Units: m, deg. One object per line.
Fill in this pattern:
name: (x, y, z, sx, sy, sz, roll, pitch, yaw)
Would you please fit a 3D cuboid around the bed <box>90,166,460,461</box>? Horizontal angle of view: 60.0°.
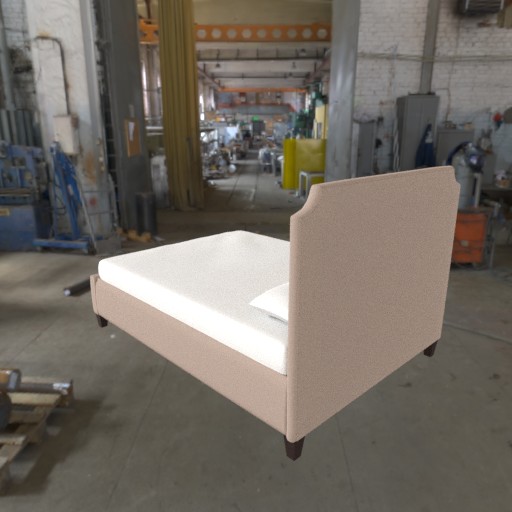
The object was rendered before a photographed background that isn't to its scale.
bed: (0.000, 0.000, 3.451, 1.713, 1.443, 2.372, -15, 22, -42)
